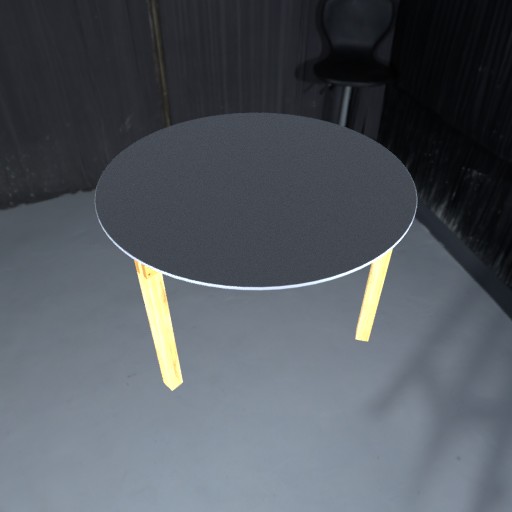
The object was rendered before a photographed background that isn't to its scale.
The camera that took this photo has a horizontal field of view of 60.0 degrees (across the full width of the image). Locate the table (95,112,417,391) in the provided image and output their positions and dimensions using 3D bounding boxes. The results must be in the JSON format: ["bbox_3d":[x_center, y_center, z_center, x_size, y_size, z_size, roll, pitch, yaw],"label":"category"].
[{"bbox_3d":[0.000,0.000,0.988,0.600,0.405,0.600,0,41,0],"label":"table"}]
